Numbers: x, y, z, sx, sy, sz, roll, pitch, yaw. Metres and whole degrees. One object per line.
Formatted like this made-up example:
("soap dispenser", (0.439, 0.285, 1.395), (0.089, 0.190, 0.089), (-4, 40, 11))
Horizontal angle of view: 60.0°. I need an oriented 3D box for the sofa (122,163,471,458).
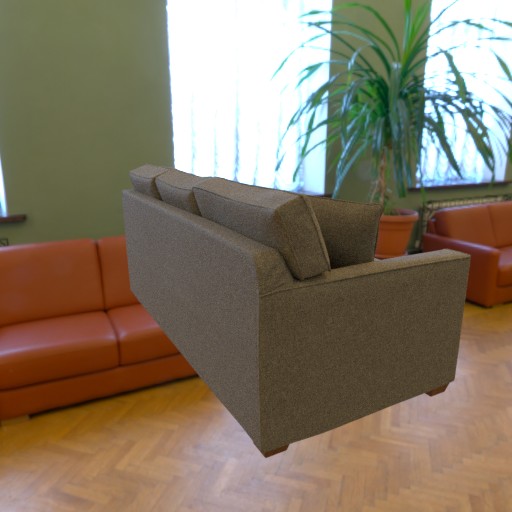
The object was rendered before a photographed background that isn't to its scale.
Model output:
("sofa", (0.000, 0.000, 2.473), (1.034, 0.946, 1.963), (-8, 17, -27))
